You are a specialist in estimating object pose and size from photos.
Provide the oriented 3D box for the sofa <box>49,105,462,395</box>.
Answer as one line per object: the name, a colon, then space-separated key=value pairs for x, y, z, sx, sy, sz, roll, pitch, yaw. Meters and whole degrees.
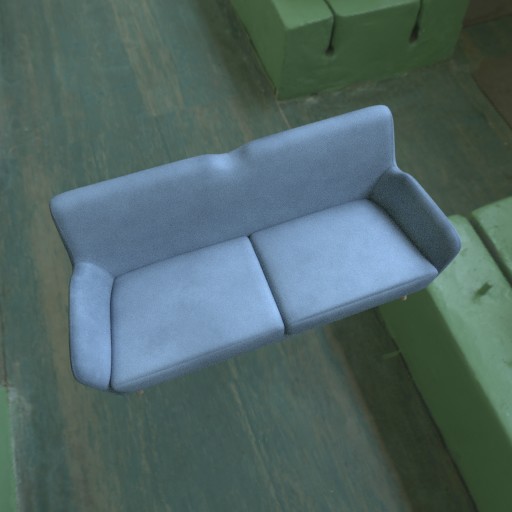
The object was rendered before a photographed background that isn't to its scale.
sofa: x=0.000 y=0.000 z=2.263 sx=1.870 sy=0.810 sz=0.850 roll=-18 pitch=64 yaw=-9
